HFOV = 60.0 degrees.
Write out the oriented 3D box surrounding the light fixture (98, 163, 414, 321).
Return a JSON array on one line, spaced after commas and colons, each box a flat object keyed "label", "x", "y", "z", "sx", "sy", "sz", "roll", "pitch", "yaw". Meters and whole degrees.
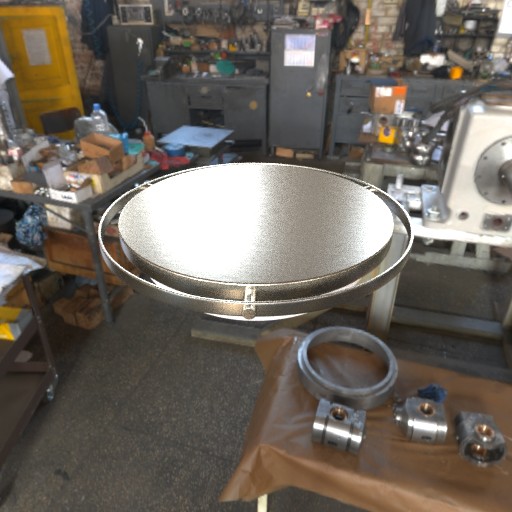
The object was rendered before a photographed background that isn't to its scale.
[{"label": "light fixture", "x": 0.000, "y": 0.000, "z": 0.559, "sx": 0.361, "sy": 0.130, "sz": 0.361, "roll": 0, "pitch": 31, "yaw": 0}]
